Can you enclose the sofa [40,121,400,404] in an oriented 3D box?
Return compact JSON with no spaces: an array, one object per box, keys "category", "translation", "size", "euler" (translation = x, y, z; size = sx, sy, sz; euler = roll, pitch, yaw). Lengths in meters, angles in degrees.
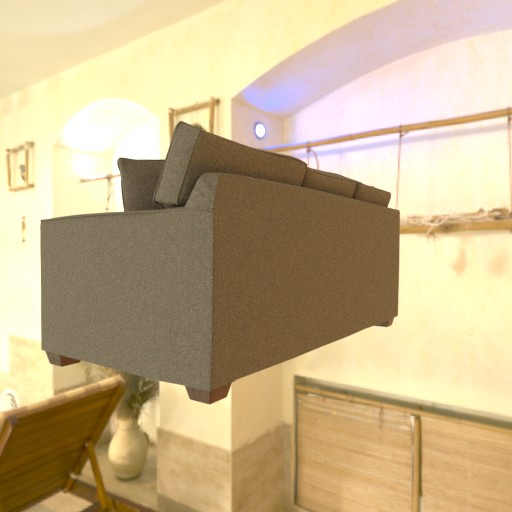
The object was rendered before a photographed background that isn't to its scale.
[{"category":"sofa","translation":[0.000,0.000,2.475],"size":[1.034,0.946,1.963],"euler":[1,1,35]}]
